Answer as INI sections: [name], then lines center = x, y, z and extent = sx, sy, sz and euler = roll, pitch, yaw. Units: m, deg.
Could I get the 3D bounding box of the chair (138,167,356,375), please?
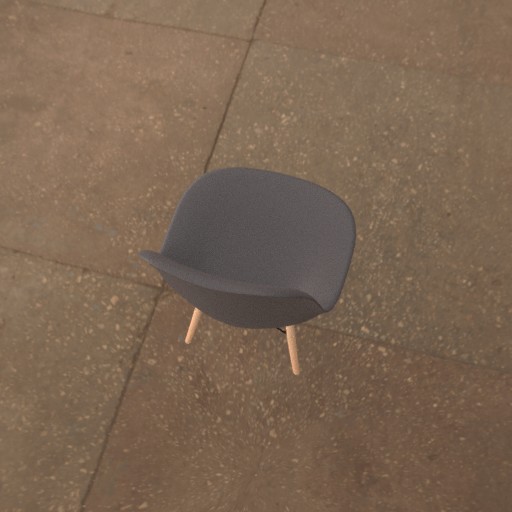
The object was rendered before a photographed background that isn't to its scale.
[chair]
center = 0.000, 0.000, 1.138
extent = 0.470, 0.826, 0.533
euler = 15, 65, 7
